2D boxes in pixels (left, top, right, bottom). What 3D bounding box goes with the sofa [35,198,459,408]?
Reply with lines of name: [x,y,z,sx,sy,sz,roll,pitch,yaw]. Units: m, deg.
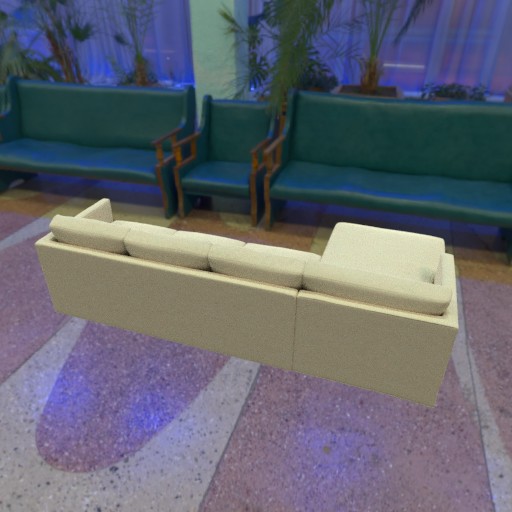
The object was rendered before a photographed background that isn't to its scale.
sofa: [0.000,0.000,3.896,3.205,0.922,1.650,10,33,16]
